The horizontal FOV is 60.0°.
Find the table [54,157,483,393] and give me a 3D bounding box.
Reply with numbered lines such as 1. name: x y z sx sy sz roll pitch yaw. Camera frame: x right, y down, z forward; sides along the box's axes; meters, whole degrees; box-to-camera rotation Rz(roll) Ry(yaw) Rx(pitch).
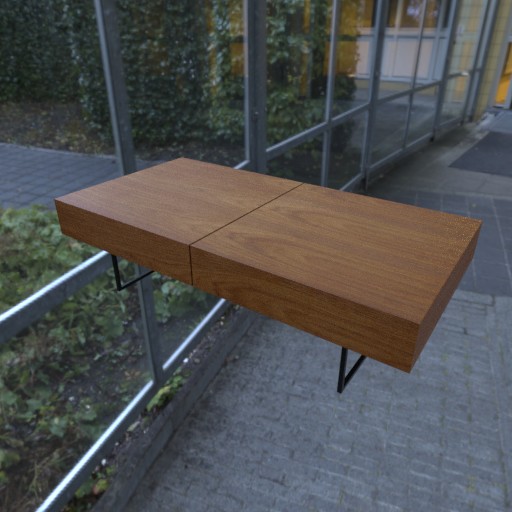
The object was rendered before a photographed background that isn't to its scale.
1. table: 0.000 0.000 1.455 1.194 0.330 0.610 18 33 30
